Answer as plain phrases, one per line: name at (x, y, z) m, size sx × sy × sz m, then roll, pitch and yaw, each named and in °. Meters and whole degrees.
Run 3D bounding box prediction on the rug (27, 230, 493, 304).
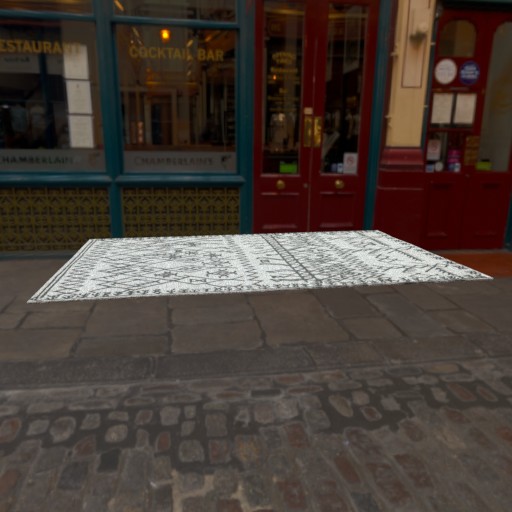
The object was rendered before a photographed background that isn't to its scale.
rug at (0.000, 0.000, 4.713) m, size 3.824 × 0.019 × 2.393 m, roll -2°, pitch 14°, yaw -9°
